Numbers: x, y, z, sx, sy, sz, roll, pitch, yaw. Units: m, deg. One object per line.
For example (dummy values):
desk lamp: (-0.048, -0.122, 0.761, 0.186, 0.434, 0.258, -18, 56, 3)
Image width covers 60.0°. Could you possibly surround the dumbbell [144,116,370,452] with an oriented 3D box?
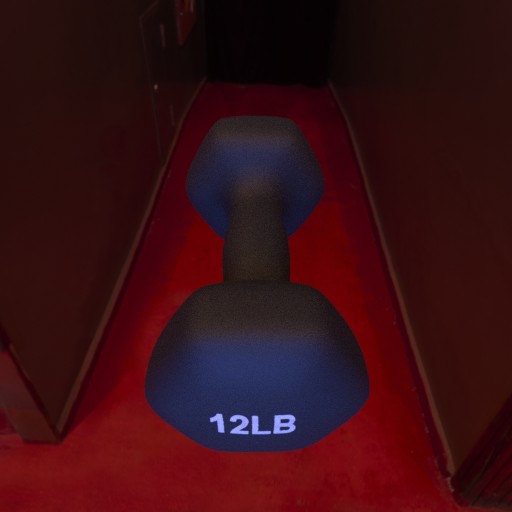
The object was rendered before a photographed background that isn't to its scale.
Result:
dumbbell: (0.000, 0.000, 0.288, 0.112, 0.101, 0.231, 0, 42, 0)
